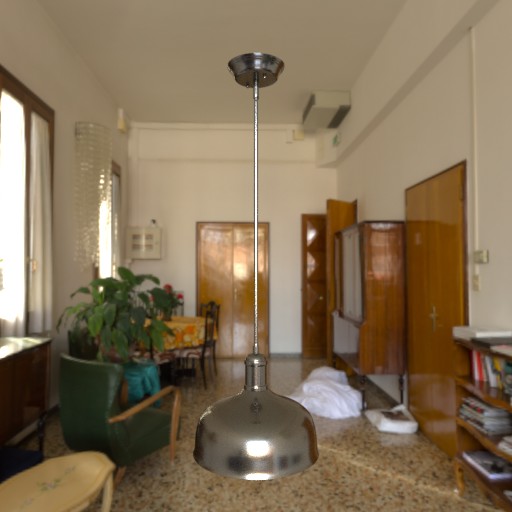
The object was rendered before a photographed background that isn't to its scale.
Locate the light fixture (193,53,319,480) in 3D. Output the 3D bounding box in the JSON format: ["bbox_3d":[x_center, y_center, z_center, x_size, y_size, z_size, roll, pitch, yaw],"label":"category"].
[{"bbox_3d":[0.000,0.000,1.080,0.299,0.935,0.299,2,-2,-38],"label":"light fixture"}]
